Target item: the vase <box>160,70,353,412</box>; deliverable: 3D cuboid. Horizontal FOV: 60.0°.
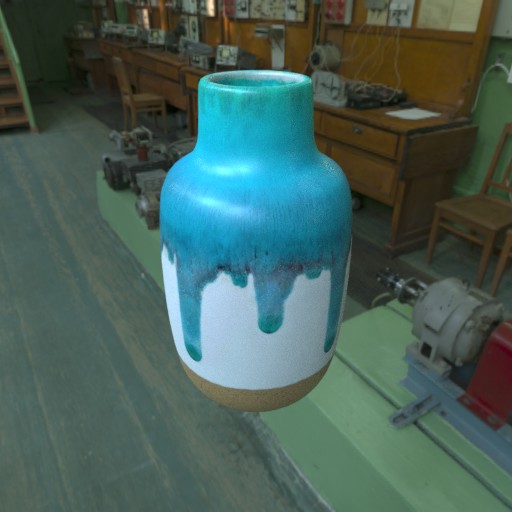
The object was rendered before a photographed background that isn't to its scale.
[{"bbox_3d":[0.000,0.000,0.254,0.106,0.192,0.106,0,31,0],"label":"vase"}]
